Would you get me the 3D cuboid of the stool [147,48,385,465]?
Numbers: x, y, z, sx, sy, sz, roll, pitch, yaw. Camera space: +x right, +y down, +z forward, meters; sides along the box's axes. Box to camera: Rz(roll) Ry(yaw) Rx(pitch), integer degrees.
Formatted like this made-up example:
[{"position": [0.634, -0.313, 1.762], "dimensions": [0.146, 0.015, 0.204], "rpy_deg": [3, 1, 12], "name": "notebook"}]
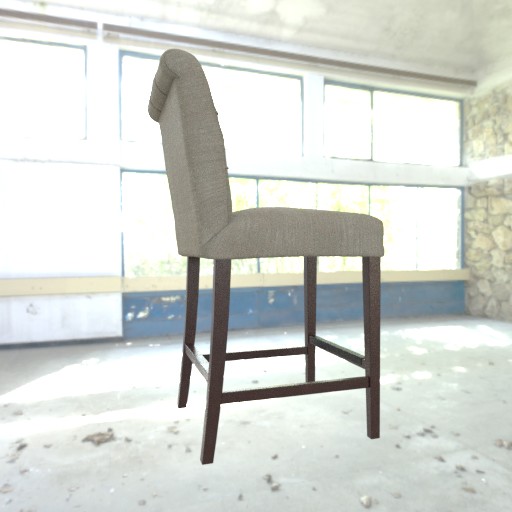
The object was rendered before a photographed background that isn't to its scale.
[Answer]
[{"position": [0.000, 0.000, 1.436], "dimensions": [0.660, 1.084, 0.486], "rpy_deg": [0, 1, -18], "name": "stool"}]
